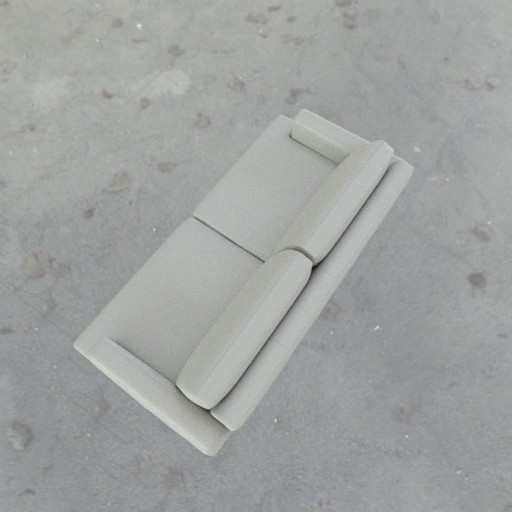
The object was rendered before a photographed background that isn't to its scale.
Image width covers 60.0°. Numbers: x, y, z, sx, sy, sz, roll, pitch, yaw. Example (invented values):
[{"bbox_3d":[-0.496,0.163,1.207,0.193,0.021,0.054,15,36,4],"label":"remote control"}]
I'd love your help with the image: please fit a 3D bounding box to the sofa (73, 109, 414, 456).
[{"bbox_3d":[0.000,0.000,2.485,0.974,0.765,1.940,33,68,15],"label":"sofa"}]
